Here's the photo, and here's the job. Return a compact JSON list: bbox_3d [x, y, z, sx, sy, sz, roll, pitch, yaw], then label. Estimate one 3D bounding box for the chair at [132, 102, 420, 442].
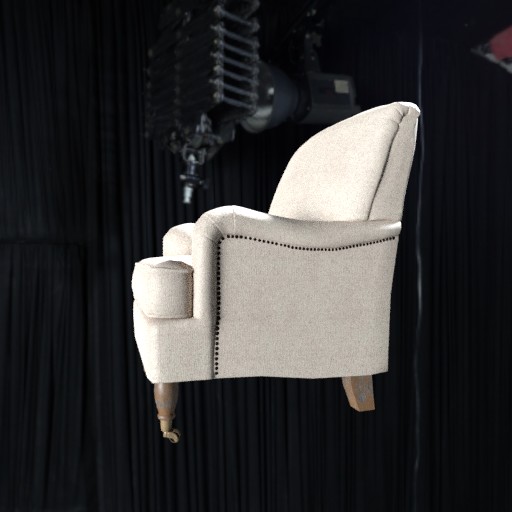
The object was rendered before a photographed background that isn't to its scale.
[{"bbox_3d":[0.000,0.000,1.803,0.953,1.119,0.879,0,0,-18],"label":"chair"}]
